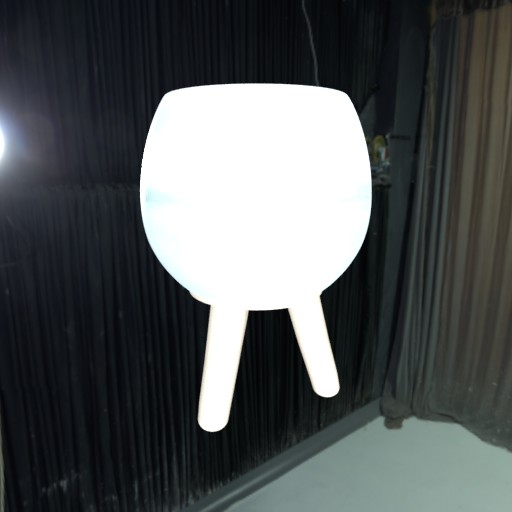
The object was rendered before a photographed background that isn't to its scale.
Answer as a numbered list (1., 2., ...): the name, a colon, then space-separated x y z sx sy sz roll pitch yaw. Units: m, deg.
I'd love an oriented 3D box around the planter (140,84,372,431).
1. planter: 0.000 0.000 0.329 0.161 0.224 0.161 0 13 0
